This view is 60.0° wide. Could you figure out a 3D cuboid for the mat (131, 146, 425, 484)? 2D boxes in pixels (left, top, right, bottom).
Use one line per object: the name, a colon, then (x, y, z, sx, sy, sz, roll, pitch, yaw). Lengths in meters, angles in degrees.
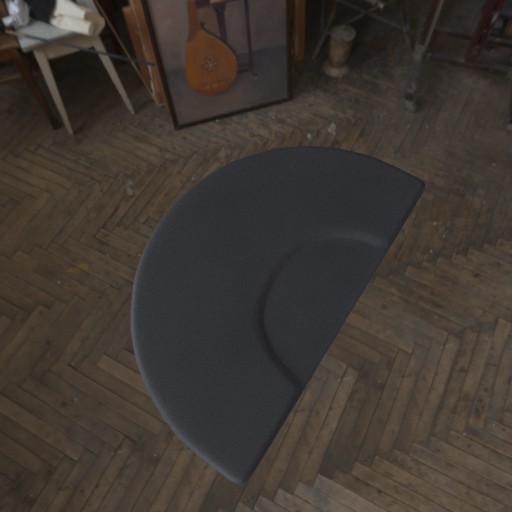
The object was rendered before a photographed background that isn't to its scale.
mat: (0.000, 0.000, 1.898, 0.917, 0.022, 1.525, 31, 68, 14)
